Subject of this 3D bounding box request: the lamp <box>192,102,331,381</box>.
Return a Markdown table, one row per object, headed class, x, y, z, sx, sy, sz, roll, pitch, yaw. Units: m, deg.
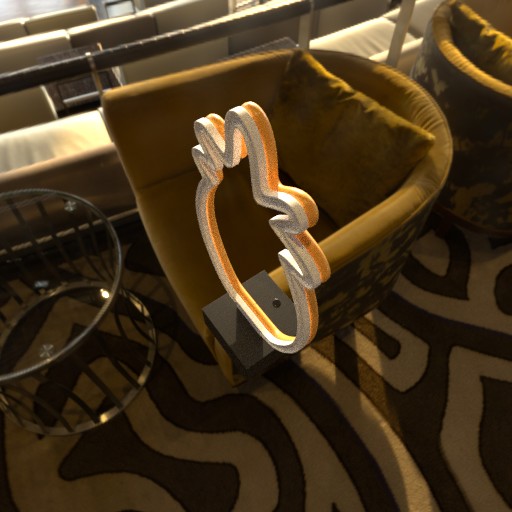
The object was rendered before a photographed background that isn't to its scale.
| class | x | y | z | sx | sy | sz | roll | pitch | yaw |
| --- | --- | --- | --- | --- | --- | --- | --- | --- | --- |
| lamp | 0.000 | 0.000 | 0.396 | 0.088 | 0.317 | 0.167 | -31 | 61 | -19 |
